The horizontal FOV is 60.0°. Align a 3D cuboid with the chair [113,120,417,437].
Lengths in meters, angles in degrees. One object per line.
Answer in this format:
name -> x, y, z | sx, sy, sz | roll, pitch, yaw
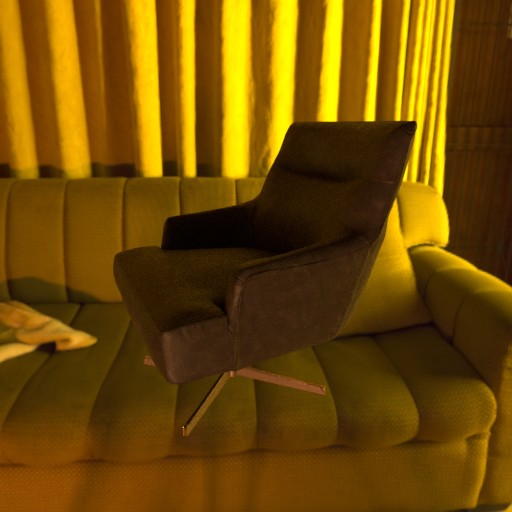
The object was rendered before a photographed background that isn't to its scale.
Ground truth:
chair -> 0.000, 0.000, 1.491 | 0.874, 0.870, 0.738 | -8, 18, -24
